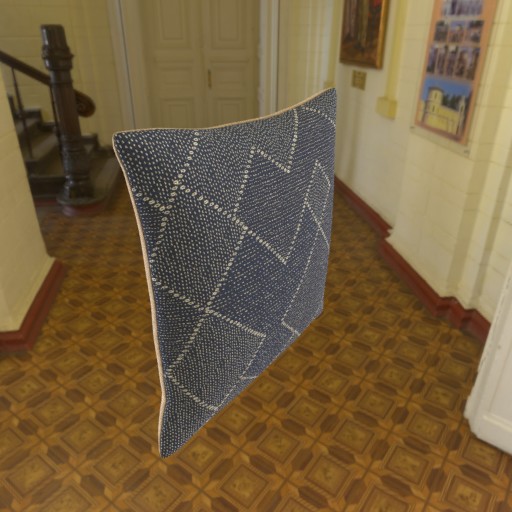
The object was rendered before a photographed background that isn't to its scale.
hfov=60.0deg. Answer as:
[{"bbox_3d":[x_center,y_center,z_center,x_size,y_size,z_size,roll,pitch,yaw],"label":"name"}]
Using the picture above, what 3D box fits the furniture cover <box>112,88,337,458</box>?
[{"bbox_3d":[0.000,0.000,0.763,0.162,0.503,0.511,19,33,32],"label":"furniture cover"}]
